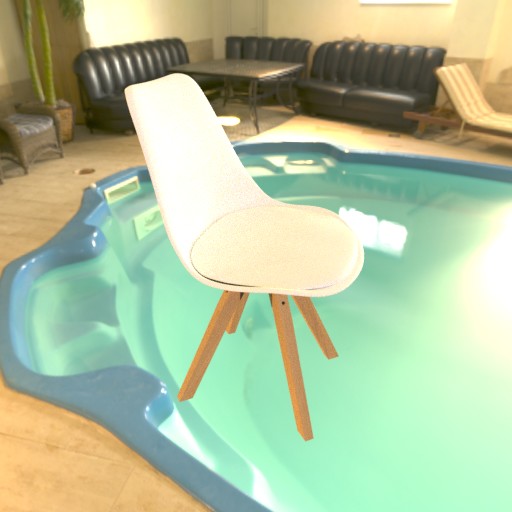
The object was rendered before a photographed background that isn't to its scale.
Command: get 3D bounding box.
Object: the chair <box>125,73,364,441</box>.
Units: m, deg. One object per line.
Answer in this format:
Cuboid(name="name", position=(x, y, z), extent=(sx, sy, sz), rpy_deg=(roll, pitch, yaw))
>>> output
Cuboid(name="chair", position=(0.000, 0.000, 1.169), extent=(0.550, 0.849, 0.485), rpy_deg=(11, 32, 18))
